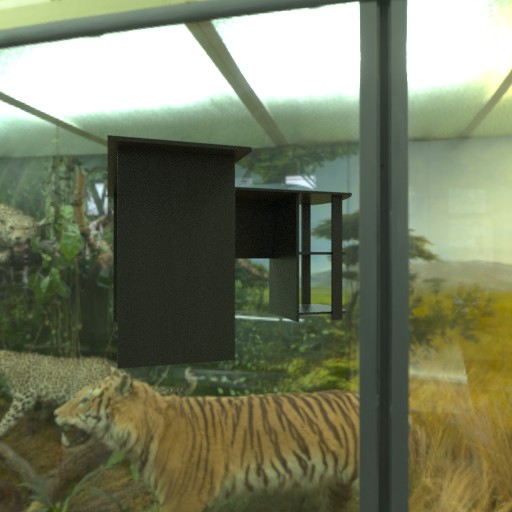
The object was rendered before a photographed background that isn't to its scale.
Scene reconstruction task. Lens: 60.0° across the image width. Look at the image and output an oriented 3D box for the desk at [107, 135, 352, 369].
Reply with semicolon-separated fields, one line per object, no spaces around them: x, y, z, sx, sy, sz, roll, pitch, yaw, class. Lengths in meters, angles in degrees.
0.000;0.000;2.142;1.361;0.716;1.303;0;0;-19;desk
